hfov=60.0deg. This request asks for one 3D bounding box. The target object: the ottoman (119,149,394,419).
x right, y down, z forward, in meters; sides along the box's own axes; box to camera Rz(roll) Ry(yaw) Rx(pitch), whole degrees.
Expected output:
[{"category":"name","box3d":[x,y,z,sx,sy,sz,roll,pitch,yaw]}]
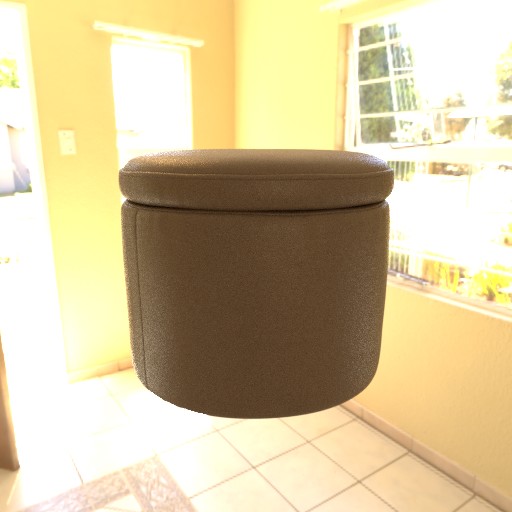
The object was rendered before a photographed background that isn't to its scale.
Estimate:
[{"category":"ottoman","box3d":[0.000,0.000,0.871,0.500,0.409,0.500,0,14,0]}]
